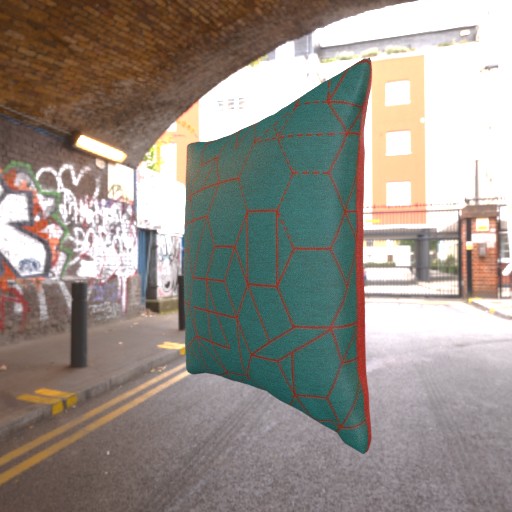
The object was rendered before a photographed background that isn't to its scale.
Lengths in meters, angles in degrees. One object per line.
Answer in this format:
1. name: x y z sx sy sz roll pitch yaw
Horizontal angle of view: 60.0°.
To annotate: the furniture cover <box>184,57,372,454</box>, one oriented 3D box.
1. furniture cover: 0.000 0.000 0.775 0.158 0.508 0.517 1 -2 -35
